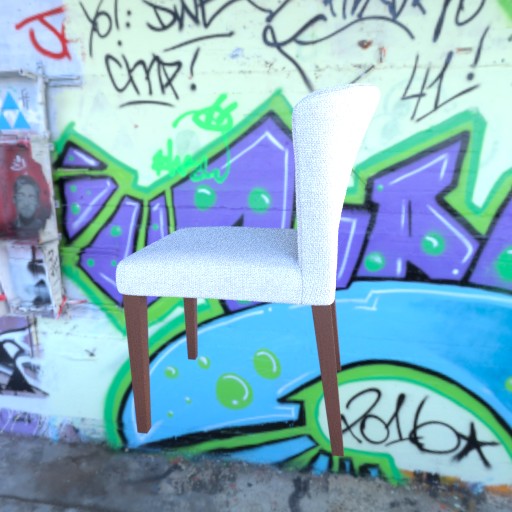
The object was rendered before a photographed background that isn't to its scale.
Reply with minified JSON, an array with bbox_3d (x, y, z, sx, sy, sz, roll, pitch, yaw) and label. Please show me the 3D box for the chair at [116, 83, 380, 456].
[{"bbox_3d":[0.000,0.000,1.185,0.589,0.839,0.491,2,14,9],"label":"chair"}]
